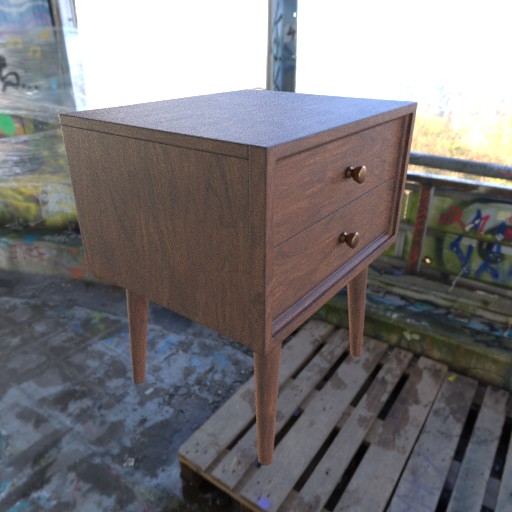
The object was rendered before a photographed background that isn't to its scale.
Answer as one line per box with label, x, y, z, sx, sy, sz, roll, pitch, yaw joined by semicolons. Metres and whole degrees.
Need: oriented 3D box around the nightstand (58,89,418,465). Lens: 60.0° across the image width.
nightstand;0.000;0.000;0.947;0.445;0.607;0.521;18;31;33
